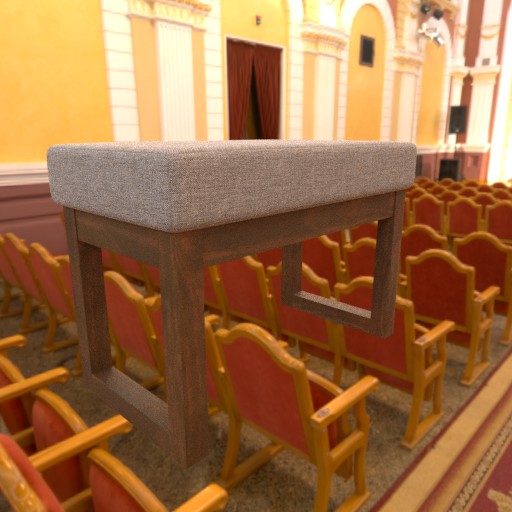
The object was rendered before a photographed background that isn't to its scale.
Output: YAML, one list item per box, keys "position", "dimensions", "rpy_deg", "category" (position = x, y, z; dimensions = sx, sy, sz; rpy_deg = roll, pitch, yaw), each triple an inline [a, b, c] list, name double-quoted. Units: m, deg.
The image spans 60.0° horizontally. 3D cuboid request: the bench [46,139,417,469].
- position: [0.000, 0.000, 0.931]
  dimensions: [0.366, 0.467, 0.681]
  rpy_deg: [14, 21, 42]
  category: "bench"
